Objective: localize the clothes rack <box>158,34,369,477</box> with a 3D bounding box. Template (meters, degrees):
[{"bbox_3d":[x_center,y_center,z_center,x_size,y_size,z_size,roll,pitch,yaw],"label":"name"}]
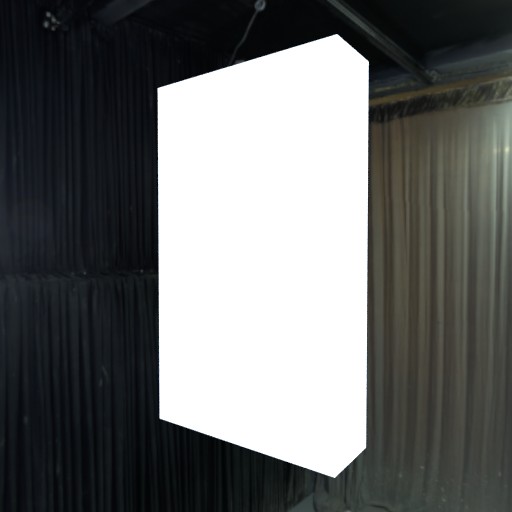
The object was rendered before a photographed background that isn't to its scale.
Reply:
[{"bbox_3d":[0.000,0.000,1.600,0.750,1.280,0.250,1,2,36],"label":"clothes rack"}]
